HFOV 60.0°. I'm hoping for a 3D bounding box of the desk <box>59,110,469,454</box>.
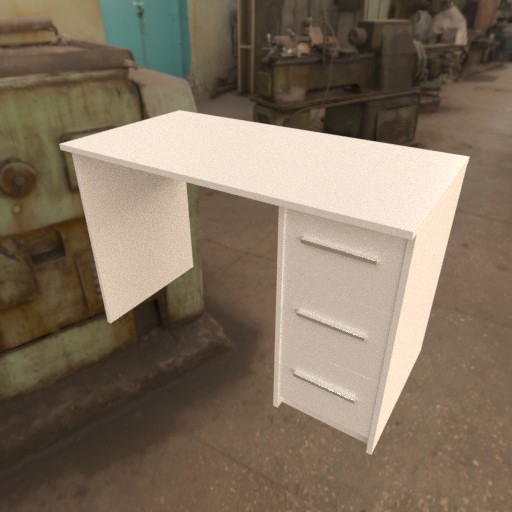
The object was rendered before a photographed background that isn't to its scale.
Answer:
[{"bbox_3d":[0.000,0.000,1.511,1.097,0.735,0.560,18,35,28],"label":"desk"}]
